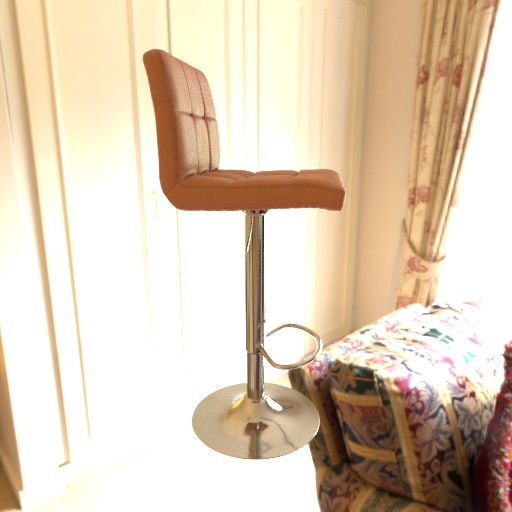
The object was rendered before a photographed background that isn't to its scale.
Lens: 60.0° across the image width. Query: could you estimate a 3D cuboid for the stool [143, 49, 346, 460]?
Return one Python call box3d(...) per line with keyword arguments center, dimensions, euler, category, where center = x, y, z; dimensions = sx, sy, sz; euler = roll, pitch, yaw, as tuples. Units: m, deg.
box3d(center=(0.000, 0.000, 1.345), dimensions=(0.505, 1.115, 0.430), euler=(2, 15, 9), category="stool")
